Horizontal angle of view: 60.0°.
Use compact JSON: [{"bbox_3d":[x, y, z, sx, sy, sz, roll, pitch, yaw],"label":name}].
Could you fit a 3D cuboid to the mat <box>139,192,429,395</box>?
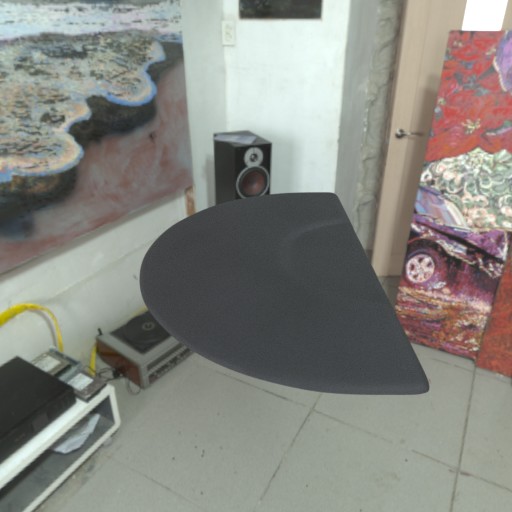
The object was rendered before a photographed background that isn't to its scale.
[{"bbox_3d":[0.000,0.000,1.815,0.917,0.016,1.525,0,28,0],"label":"mat"}]
